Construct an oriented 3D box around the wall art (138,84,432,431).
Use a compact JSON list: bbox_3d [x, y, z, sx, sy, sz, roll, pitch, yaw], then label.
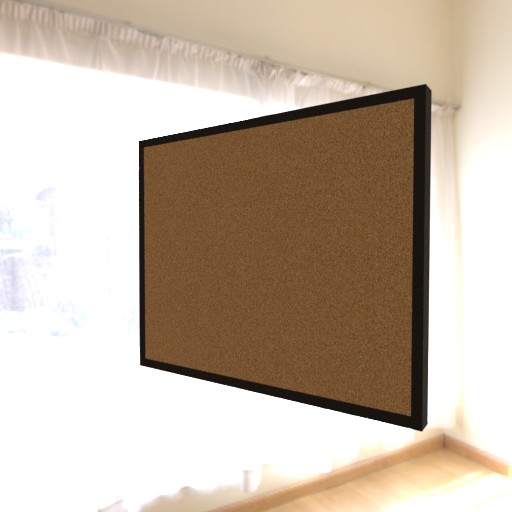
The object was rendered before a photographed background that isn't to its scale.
[{"bbox_3d":[0.000,0.000,0.749,0.554,0.454,0.030,1,2,35],"label":"wall art"}]
